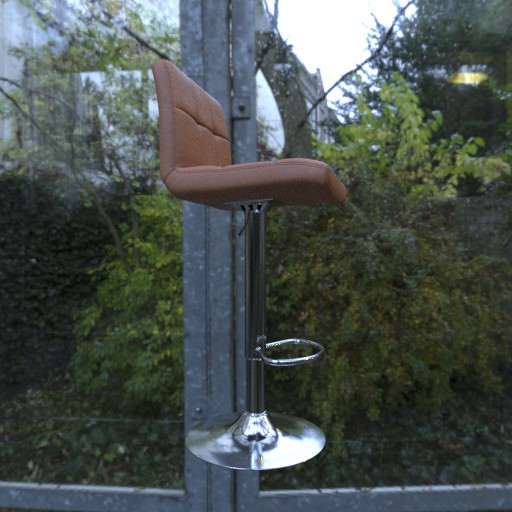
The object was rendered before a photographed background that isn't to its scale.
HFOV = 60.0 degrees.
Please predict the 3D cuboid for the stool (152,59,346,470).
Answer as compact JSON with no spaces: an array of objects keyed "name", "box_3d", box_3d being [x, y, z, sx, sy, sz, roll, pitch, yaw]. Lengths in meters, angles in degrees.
[{"name":"stool","box_3d":[0.000,0.000,1.354,0.505,1.115,0.430,0,0,18]}]
